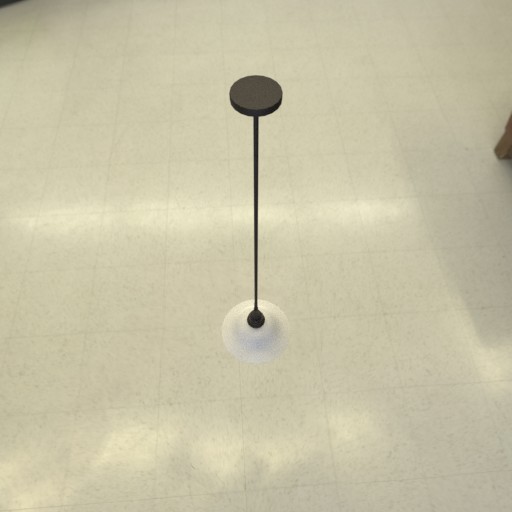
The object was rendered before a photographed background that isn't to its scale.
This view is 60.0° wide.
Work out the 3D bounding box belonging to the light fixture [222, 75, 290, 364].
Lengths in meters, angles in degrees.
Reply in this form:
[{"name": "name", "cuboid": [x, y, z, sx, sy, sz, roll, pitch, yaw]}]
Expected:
[{"name": "light fixture", "cuboid": [0.000, 0.000, 1.517, 0.324, 1.337, 0.324, -1, 58, -1]}]
